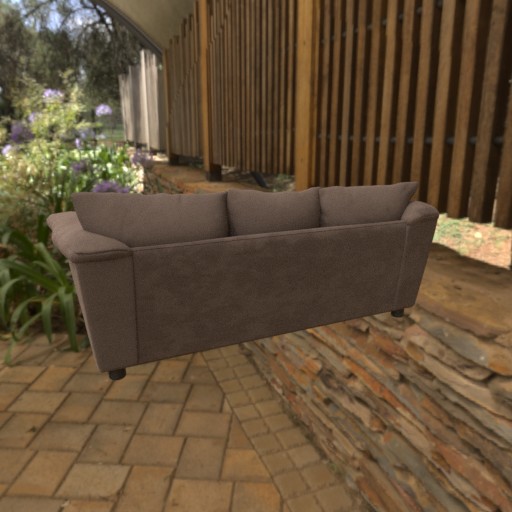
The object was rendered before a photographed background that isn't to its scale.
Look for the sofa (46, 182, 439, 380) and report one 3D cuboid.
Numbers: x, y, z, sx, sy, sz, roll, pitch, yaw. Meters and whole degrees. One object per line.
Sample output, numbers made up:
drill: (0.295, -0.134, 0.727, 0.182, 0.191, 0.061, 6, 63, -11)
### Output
sofa: (0.000, 0.000, 2.850, 2.377, 0.981, 0.893, -7, 16, -25)
